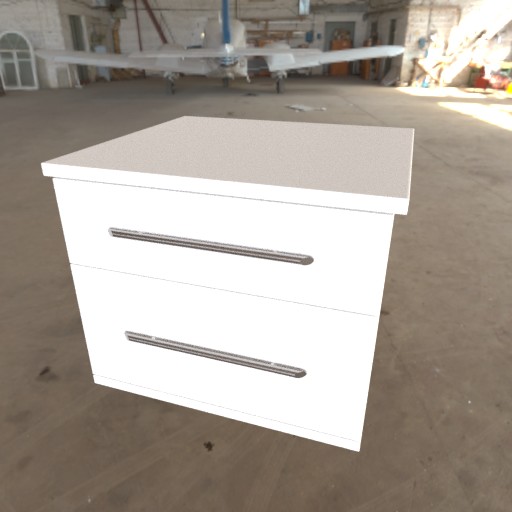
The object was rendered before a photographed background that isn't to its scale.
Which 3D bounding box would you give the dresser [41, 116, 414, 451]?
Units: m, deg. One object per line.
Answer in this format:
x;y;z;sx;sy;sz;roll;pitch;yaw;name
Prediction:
0.000;0.000;0.718;0.430;0.360;0.400;8;27;17;dresser
